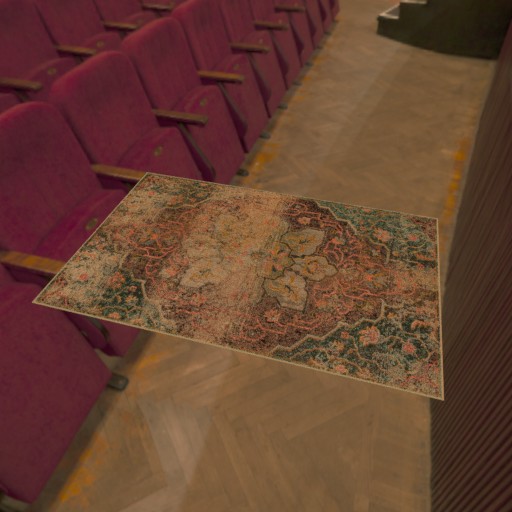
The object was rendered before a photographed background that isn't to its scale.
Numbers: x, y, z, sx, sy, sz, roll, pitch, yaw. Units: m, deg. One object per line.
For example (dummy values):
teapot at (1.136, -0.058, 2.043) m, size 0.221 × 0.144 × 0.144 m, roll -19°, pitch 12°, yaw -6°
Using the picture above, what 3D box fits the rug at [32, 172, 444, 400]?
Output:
rug at (0.000, 0.000, 2.940) m, size 2.363 × 0.004 × 1.566 m, roll 11°, pitch 43°, yaw 13°
